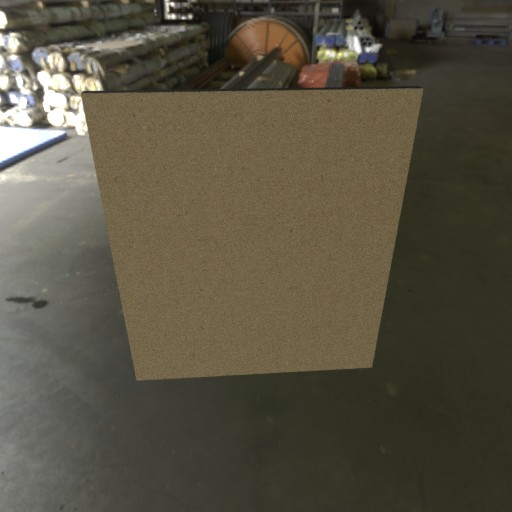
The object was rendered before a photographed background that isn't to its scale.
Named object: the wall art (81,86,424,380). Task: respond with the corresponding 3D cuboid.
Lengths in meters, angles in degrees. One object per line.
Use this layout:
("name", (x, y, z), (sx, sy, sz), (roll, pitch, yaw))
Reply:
("wall art", (0.000, 0.000, 1.207), (0.755, 0.863, 0.028), (-2, 31, -4))
